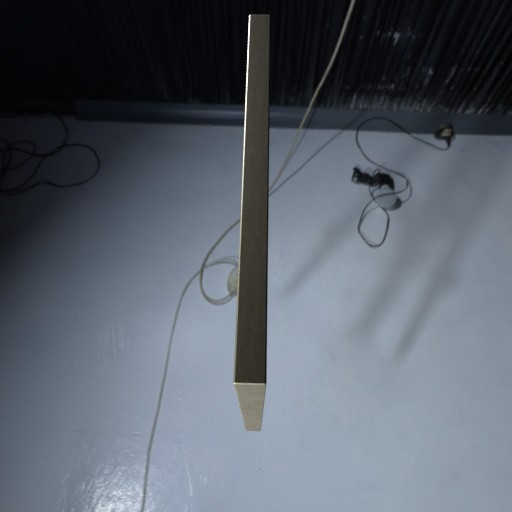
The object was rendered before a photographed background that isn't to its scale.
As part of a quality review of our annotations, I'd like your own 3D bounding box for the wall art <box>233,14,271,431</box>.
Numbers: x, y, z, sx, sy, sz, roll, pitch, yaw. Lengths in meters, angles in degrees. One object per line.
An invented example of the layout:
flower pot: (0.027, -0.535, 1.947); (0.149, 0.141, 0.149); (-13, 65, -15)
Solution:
wall art: (0.000, 0.000, 0.736); (0.030, 0.506, 0.503); (1, 64, 1)
